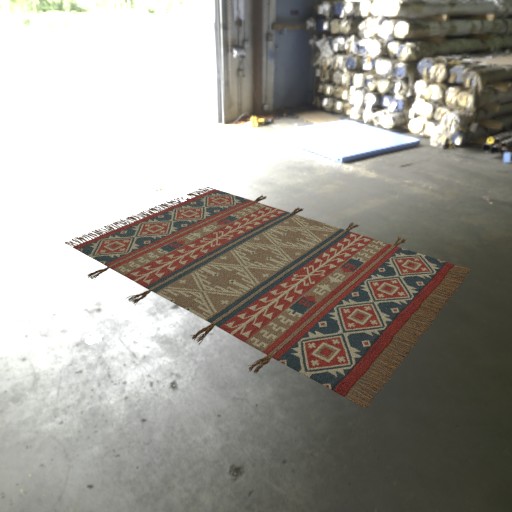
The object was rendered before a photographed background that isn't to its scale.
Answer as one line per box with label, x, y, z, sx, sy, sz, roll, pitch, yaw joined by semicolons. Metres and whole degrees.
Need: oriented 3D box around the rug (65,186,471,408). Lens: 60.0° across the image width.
rug;0.000;0.000;3.068;2.450;0.048;1.778;22;36;33
